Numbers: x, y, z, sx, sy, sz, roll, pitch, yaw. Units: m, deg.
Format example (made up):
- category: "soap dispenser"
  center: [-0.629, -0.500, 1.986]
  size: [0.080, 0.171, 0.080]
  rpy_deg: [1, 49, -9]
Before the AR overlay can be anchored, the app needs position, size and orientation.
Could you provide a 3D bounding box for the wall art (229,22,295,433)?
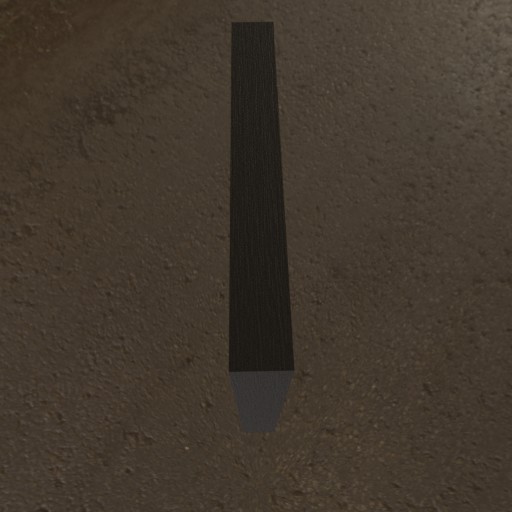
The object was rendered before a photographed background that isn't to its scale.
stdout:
- category: "wall art"
  center: [0.000, 0.000, 0.448]
  size: [0.036, 0.300, 0.302]
  rpy_deg: [-1, 62, -1]
